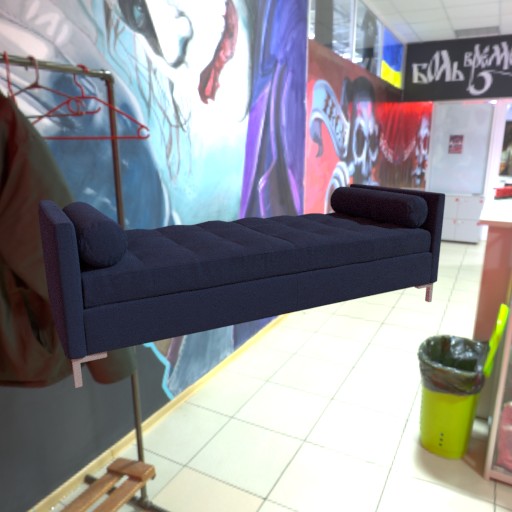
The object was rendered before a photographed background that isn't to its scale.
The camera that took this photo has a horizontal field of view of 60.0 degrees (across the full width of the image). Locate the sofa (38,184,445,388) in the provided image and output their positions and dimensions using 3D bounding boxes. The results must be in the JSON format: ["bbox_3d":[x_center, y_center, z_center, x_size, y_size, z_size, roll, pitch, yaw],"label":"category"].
[{"bbox_3d":[0.000,0.000,2.460,2.102,0.657,0.797,-8,16,-28],"label":"sofa"}]
